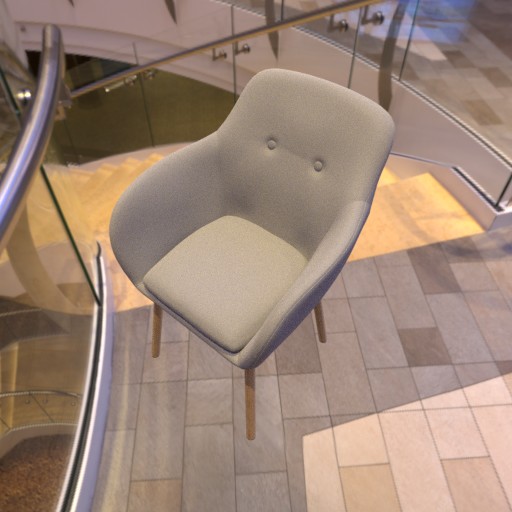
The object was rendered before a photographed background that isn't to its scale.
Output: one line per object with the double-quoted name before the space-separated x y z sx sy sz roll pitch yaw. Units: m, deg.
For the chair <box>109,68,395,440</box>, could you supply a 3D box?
"chair" 0.000 0.000 1.272 0.570 0.830 0.590 32 55 26
